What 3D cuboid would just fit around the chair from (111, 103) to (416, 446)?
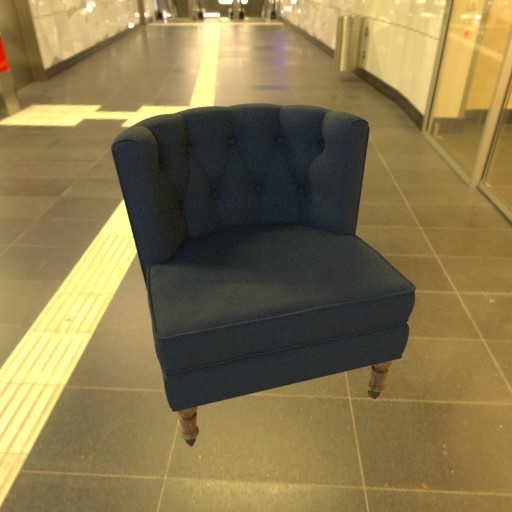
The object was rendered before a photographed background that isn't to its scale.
[{"bbox_3d":[0.000,0.000,1.359,0.740,0.771,0.718,-9,33,-14],"label":"chair"}]
